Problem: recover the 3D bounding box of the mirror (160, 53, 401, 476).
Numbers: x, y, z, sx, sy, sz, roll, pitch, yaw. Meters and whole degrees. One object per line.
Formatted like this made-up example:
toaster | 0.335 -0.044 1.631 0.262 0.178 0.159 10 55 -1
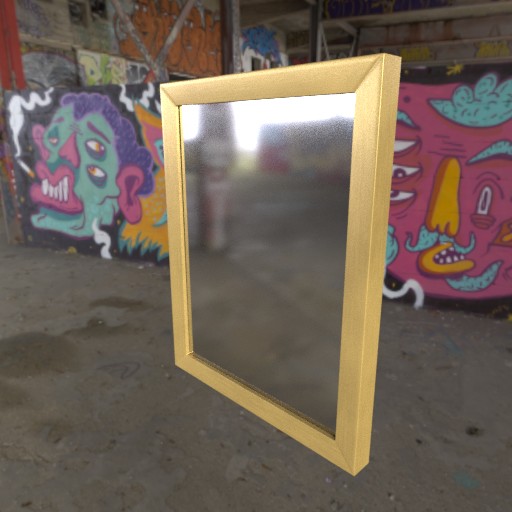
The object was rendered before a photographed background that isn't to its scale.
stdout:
mirror | 0.000 0.000 0.662 0.041 0.508 0.405 -15 21 -42
